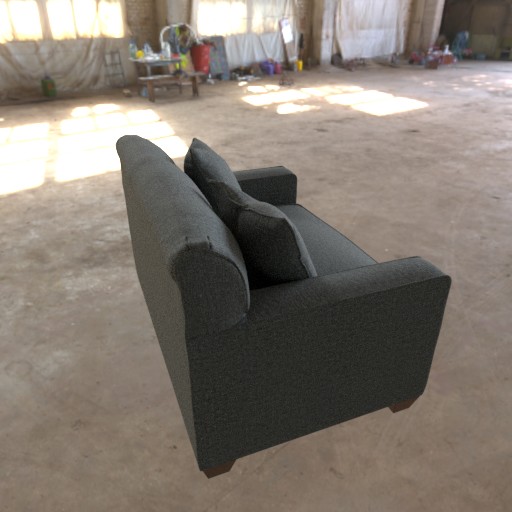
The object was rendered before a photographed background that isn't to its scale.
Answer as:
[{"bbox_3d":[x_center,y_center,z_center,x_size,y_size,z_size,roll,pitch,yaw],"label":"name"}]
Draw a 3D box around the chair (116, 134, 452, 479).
[{"bbox_3d":[0.000,0.000,2.014,1.000,0.948,1.383,-11,30,-19],"label":"chair"}]
